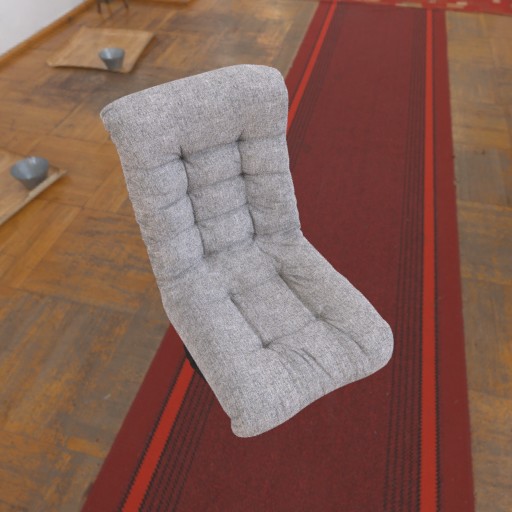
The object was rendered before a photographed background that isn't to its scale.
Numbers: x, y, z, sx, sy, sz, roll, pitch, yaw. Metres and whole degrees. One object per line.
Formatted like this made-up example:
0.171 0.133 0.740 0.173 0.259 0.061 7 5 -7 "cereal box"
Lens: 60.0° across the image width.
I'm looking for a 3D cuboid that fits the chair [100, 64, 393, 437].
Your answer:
0.000 0.000 0.960 0.400 0.600 0.583 -23 50 -20 "chair"
